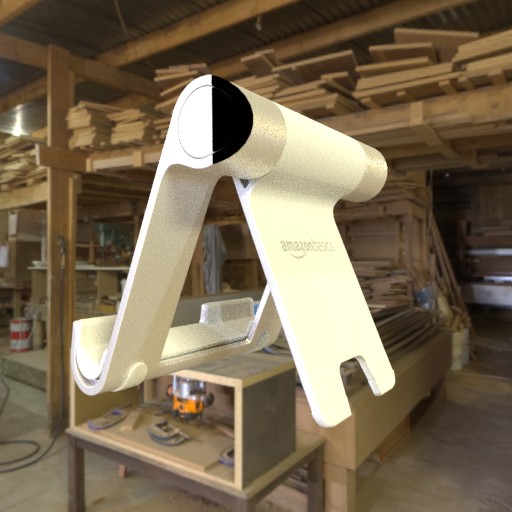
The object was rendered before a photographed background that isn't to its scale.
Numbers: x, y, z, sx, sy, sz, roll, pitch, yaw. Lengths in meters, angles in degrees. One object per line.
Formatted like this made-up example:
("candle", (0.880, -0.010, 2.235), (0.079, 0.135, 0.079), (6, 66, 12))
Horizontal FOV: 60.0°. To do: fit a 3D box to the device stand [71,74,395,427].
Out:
("device stand", (0.000, 0.000, 0.147), (0.079, 0.084, 0.086), (0, 1, 38))
